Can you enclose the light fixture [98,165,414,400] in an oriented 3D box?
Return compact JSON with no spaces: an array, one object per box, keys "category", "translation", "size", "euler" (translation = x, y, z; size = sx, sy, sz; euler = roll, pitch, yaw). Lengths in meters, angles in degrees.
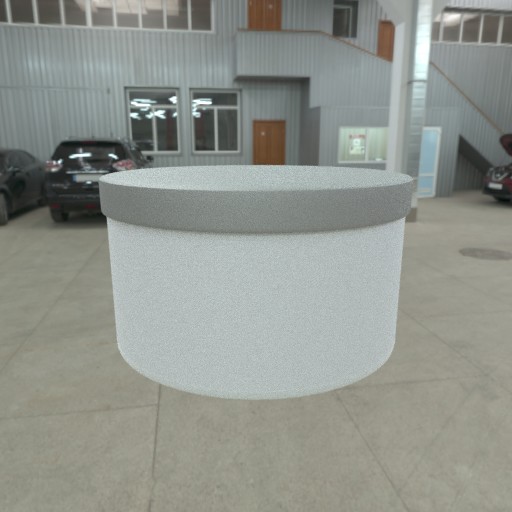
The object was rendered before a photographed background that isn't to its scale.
[{"category":"light fixture","translation":[0.000,0.000,0.613],"size":[0.393,0.229,0.393],"euler":[0,14,0]}]
